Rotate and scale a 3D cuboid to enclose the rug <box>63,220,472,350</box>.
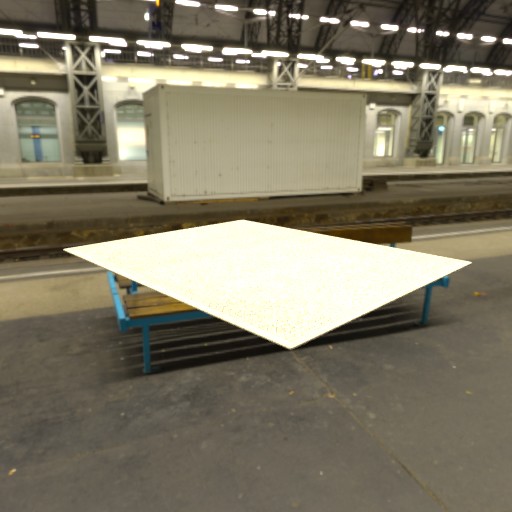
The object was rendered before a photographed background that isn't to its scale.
[{"bbox_3d":[0.000,0.000,4.204,2.441,0.015,3.050,-14,20,-42],"label":"rug"}]
